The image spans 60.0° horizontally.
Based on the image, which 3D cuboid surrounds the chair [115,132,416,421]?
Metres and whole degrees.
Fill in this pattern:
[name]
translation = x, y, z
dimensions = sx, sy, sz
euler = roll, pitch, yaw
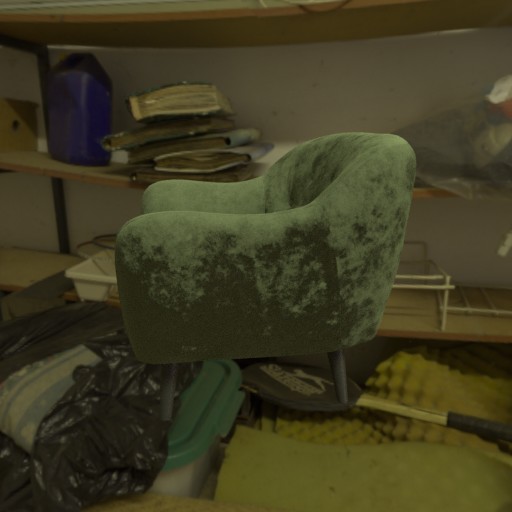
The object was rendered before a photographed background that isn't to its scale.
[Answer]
[chair]
translation = 0.000, 0.000, 1.495
dimensions = 0.819, 0.804, 0.840
euler = -2, 15, -9
